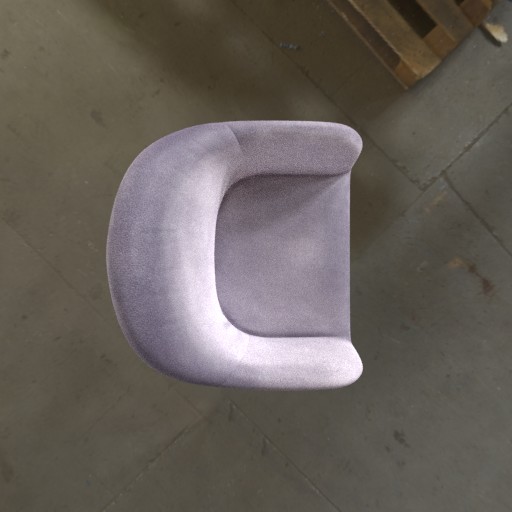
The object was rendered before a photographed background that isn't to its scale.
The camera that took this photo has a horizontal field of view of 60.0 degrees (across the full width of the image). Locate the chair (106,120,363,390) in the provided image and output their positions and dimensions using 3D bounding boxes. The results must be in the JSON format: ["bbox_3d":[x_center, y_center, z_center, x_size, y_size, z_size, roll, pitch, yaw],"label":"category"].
[{"bbox_3d":[0.000,0.000,1.143,0.540,0.780,0.570,0,90,-1],"label":"chair"}]
